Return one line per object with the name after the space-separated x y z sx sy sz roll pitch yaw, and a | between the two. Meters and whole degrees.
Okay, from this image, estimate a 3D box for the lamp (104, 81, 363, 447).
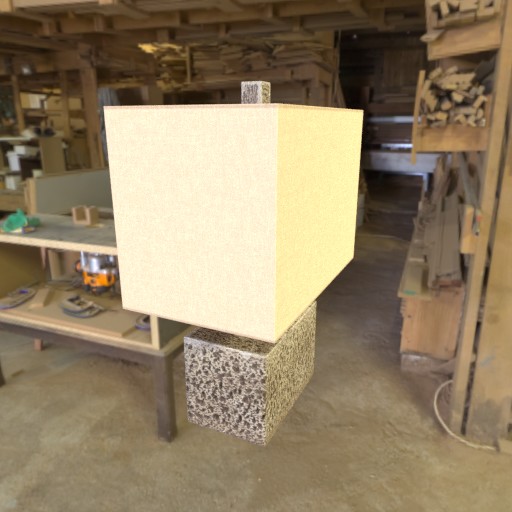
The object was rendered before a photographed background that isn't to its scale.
0.000 0.000 0.562 0.180 0.411 0.294 8 19 25 | lamp
